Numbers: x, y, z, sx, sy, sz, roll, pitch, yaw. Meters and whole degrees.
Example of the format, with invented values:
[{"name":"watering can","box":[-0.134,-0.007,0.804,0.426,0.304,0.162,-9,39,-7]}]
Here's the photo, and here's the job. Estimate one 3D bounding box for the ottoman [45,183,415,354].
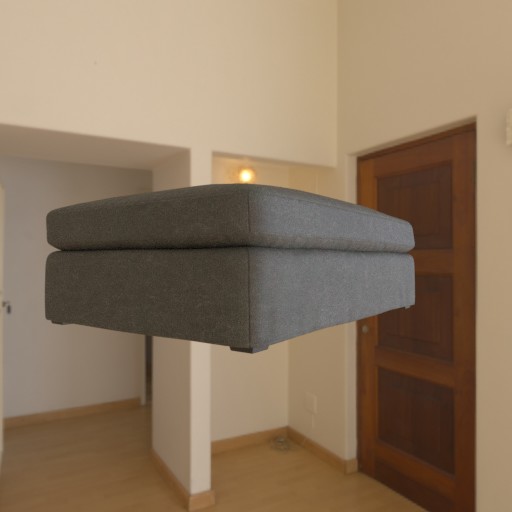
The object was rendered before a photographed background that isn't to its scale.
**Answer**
[{"name":"ottoman","box":[0.000,0.000,1.626,0.840,0.429,1.199,0,-1,35]}]
